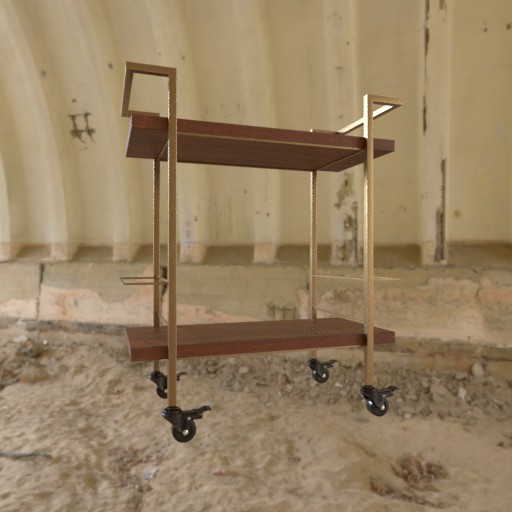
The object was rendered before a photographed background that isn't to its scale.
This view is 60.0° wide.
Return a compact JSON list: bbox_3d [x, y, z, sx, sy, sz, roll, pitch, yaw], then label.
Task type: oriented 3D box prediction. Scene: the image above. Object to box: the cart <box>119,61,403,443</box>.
[{"bbox_3d":[0.000,0.000,1.185,0.695,0.807,0.364,0,0,-19],"label":"cart"}]
